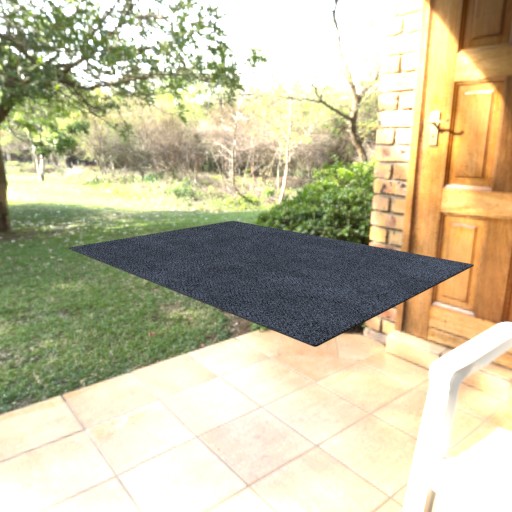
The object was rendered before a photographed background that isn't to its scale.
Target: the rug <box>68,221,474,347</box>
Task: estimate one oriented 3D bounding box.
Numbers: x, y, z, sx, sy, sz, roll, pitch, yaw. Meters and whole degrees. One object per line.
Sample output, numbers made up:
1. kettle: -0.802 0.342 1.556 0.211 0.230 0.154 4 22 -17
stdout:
1. rug: 0.000 0.000 2.970 1.600 0.008 2.235 -14 20 -43
